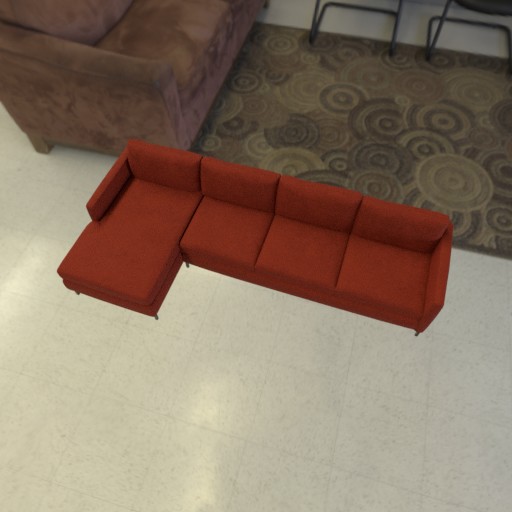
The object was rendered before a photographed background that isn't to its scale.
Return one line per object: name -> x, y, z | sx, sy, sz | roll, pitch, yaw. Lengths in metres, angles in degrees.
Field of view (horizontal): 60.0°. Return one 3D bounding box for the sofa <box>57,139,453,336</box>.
sofa -> 0.000, 0.000, 3.029 | 2.467, 0.663, 1.136 | 16, 59, 10
